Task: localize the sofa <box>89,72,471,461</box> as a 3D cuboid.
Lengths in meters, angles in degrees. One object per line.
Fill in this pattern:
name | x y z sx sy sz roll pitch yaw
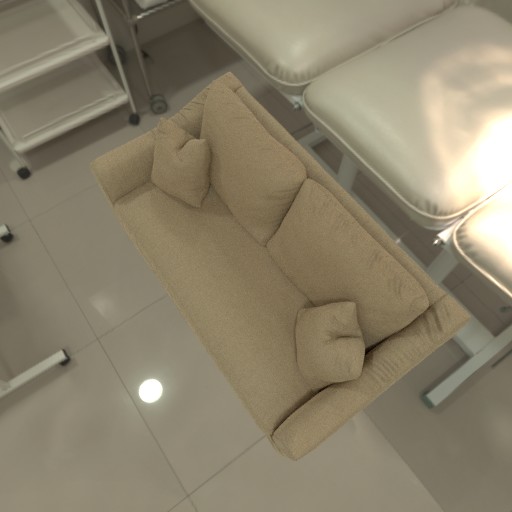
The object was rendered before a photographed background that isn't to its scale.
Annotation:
sofa | 0.000 0.000 2.590 1.072 1.018 2.010 -33 68 -15
